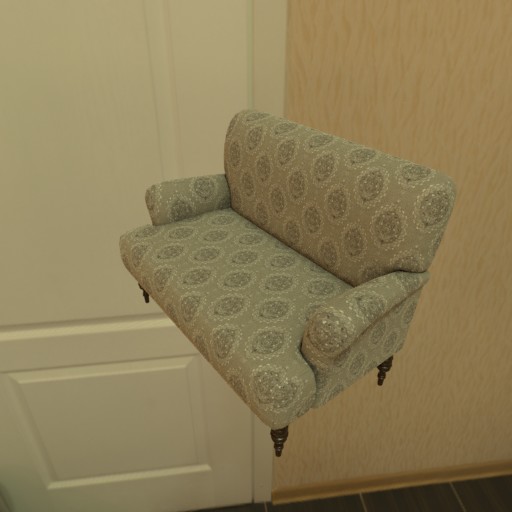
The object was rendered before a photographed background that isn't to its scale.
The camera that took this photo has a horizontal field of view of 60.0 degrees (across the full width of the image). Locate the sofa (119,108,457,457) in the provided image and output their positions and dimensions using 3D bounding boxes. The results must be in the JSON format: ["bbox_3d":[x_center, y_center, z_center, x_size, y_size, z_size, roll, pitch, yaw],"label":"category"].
[{"bbox_3d":[0.000,0.000,1.846,0.779,0.889,1.297,-21,38,-30],"label":"sofa"}]
